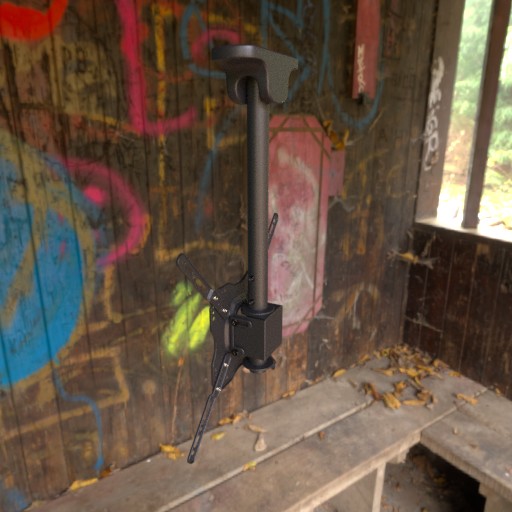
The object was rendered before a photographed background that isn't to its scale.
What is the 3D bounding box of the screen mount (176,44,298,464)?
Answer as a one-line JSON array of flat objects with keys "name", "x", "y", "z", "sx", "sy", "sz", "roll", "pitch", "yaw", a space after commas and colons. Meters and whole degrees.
[{"name": "screen mount", "x": 0.000, "y": 0.000, "z": 0.871, "sx": 0.090, "sy": 0.729, "sz": 0.393, "roll": 8, "pitch": 19, "yaw": 26}]
